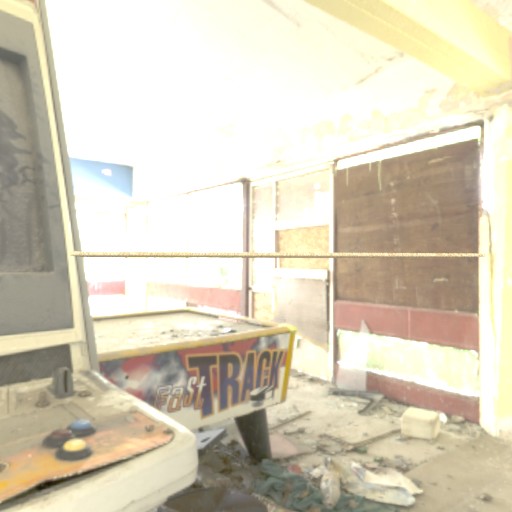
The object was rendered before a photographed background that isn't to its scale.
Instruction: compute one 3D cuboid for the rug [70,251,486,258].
[{"bbox_3d":[0.000,0.000,4.100,3.001,0.025,2.401,0,-1,-18],"label":"rug"}]
